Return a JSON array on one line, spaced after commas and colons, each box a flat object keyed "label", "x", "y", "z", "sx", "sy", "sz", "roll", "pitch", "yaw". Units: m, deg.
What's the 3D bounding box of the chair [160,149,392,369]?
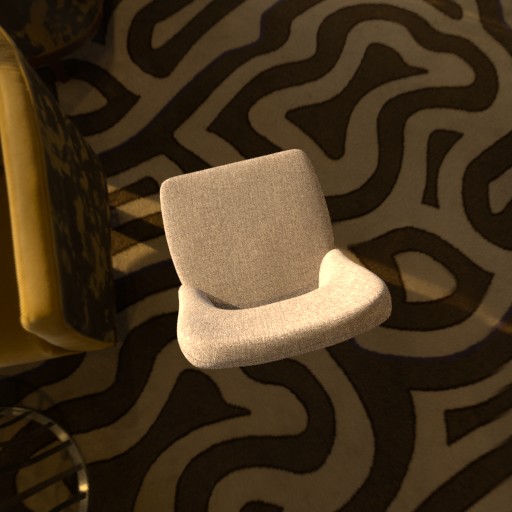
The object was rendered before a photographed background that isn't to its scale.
[{"label": "chair", "x": 0.000, "y": 0.000, "z": 1.267, "sx": 0.470, "sy": 0.931, "sz": 0.612, "roll": -14, "pitch": 75, "yaw": -4}]
